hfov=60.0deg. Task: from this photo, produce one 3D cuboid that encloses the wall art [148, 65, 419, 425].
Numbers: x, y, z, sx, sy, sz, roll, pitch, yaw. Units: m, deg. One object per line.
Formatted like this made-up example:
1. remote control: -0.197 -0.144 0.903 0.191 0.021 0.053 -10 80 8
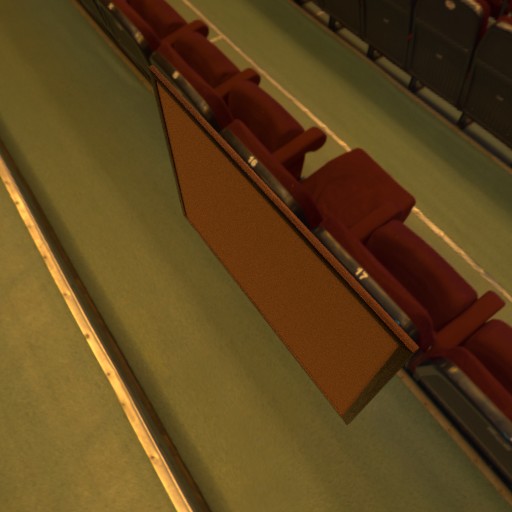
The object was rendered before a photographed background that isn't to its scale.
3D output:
1. wall art: 0.000 0.000 1.065 0.014 0.559 0.816 -31 64 -18
